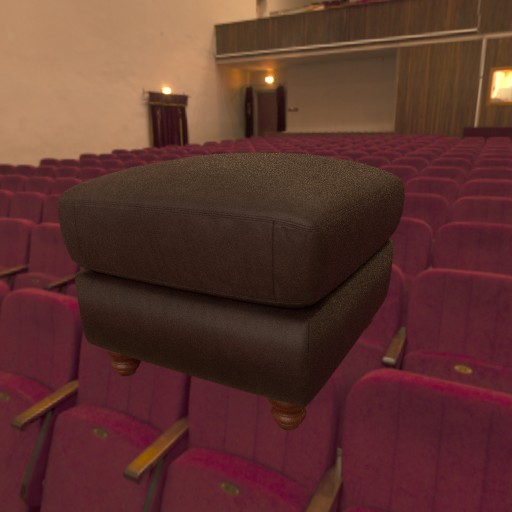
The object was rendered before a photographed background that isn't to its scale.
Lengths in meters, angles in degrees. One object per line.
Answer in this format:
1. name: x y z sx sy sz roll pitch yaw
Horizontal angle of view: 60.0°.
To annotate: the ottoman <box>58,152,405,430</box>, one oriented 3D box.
1. ottoman: 0.000 0.000 1.263 0.670 0.569 0.806 8 17 27
